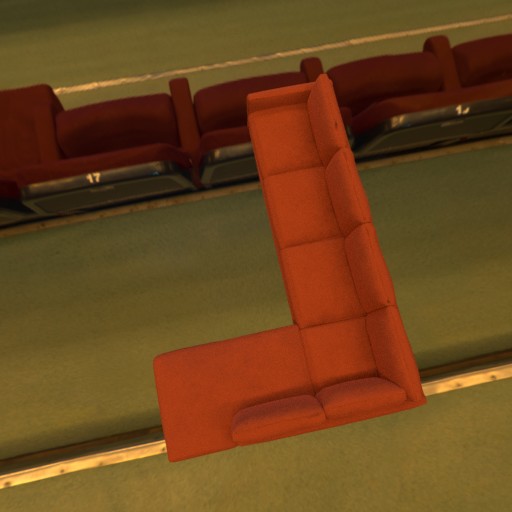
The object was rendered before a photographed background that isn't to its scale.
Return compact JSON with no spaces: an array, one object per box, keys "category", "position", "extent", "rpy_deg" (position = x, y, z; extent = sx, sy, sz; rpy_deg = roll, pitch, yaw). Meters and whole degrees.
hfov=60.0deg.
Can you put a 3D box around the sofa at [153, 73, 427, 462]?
[{"category":"sofa","position":[0.000,0.000,3.536],"extent":[1.879,0.757,2.736],"rpy_deg":[-12,75,-3]}]
